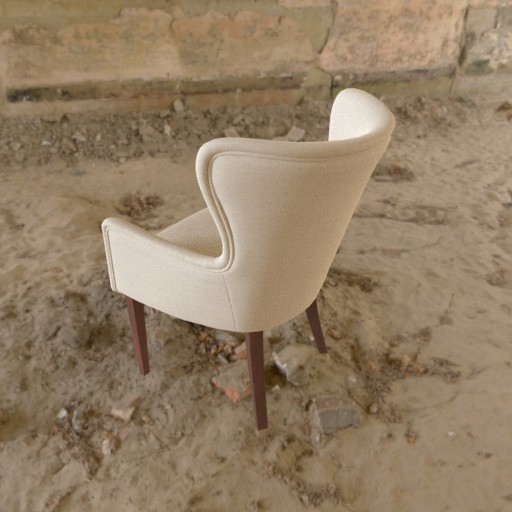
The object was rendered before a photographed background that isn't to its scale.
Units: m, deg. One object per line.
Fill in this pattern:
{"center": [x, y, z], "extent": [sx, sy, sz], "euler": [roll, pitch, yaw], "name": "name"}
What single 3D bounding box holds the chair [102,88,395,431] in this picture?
{"center": [0.000, 0.000, 1.465], "extent": [0.744, 0.990, 0.696], "euler": [20, 37, 29], "name": "chair"}
